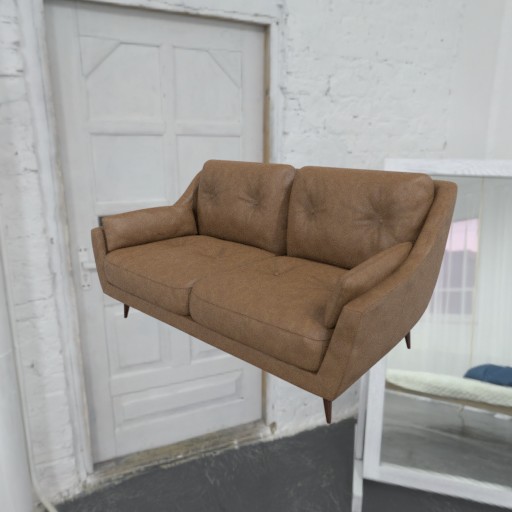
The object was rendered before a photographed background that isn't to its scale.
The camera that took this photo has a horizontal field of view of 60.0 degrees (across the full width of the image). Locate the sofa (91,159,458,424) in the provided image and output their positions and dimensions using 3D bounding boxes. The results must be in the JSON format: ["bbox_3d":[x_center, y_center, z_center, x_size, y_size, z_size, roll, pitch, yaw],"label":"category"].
[{"bbox_3d":[0.000,0.000,2.282,1.731,0.886,0.981,14,21,41],"label":"sofa"}]
